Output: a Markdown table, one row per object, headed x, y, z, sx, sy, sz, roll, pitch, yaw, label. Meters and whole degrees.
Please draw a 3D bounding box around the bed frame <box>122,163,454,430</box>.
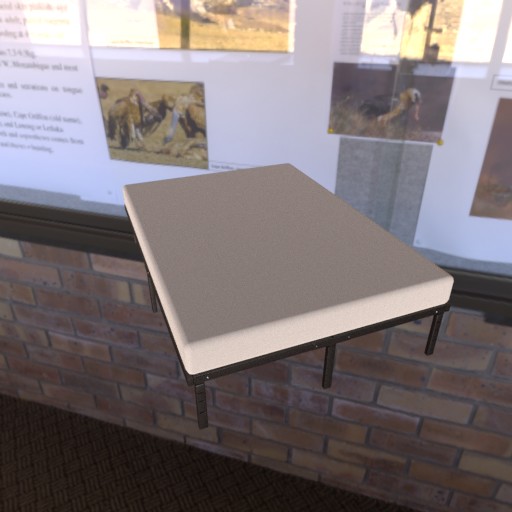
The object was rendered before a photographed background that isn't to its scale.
| x | y | z | sx | sy | sz | roll | pitch | yaw | label |
| --- | --- | --- | --- | --- | --- | --- | --- | --- | --- |
| 0.000 | 0.000 | 3.912 | 2.205 | 0.680 | 2.842 | -8 | 31 | -13 | bed frame |
